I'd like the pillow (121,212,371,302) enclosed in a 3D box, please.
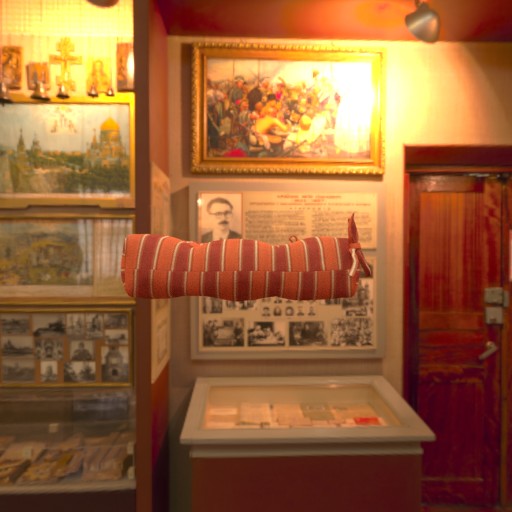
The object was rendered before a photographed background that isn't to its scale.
[{"bbox_3d":[0.000,0.000,1.352,0.511,0.174,1.194,0,1,0],"label":"pillow"}]
